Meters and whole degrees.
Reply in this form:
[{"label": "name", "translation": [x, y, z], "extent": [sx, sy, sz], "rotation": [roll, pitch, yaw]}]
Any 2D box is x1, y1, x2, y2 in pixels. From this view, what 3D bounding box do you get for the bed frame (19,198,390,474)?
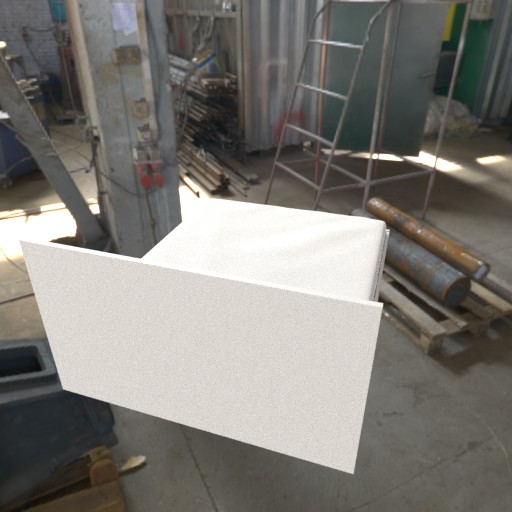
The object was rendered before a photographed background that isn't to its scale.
[{"label": "bed frame", "translation": [0.000, 0.000, 3.012], "extent": [1.711, 1.001, 2.100], "rotation": [9, 31, 16]}]
